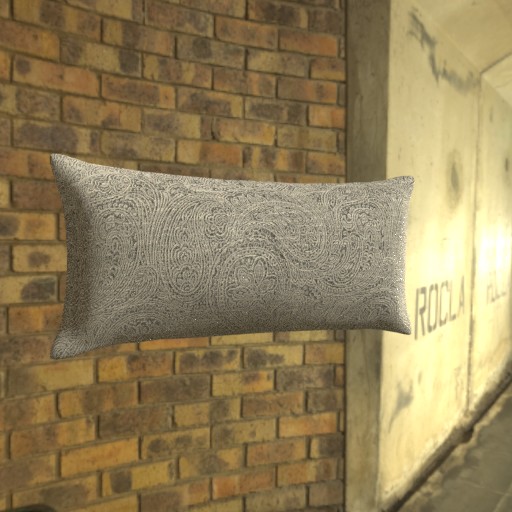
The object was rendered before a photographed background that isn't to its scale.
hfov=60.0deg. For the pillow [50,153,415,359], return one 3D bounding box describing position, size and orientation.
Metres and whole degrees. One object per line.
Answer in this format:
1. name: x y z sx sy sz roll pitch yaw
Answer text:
1. pillow: 0.000 0.000 0.724 0.615 0.295 0.151 0 0 -18
